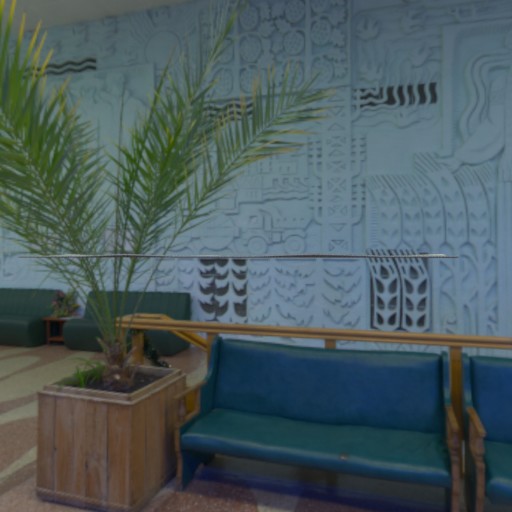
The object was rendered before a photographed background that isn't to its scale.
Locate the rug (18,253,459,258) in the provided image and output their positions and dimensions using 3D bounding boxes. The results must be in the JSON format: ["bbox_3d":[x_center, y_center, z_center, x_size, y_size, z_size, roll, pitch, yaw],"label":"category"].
[{"bbox_3d":[0.000,0.000,4.262,3.333,0.027,2.428,0,0,19],"label":"rug"}]
